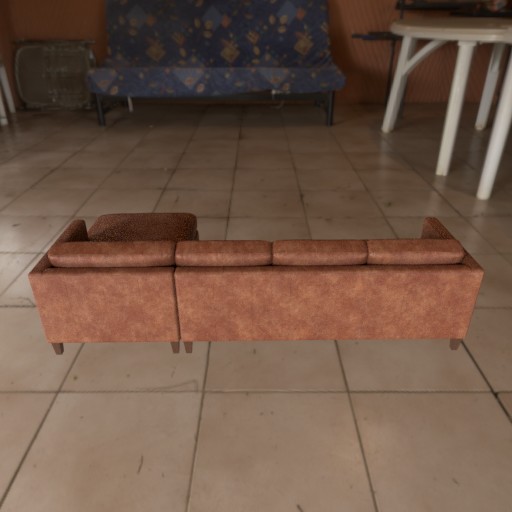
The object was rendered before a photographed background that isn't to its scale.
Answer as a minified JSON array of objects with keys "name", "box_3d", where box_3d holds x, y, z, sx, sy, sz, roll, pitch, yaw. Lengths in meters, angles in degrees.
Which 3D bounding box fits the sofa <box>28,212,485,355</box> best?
[{"name":"sofa","box_3d":[0.000,0.000,3.916,3.203,0.883,1.581,0,29,-1]}]
